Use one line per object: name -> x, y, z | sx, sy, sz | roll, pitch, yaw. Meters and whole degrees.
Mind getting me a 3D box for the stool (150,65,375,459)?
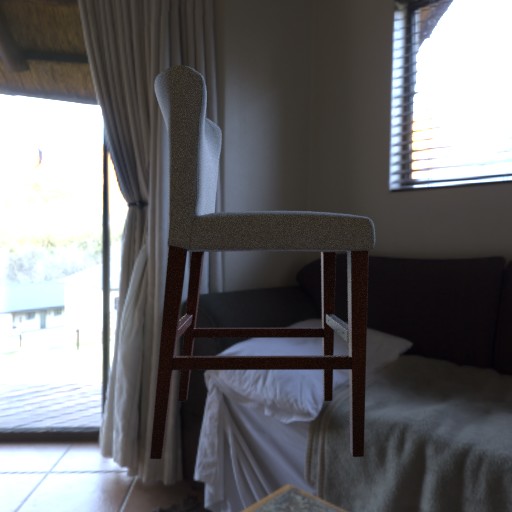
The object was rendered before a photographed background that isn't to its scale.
stool -> 0.000, 0.000, 1.279 | 0.568, 0.968, 0.479 | 0, 0, -1
